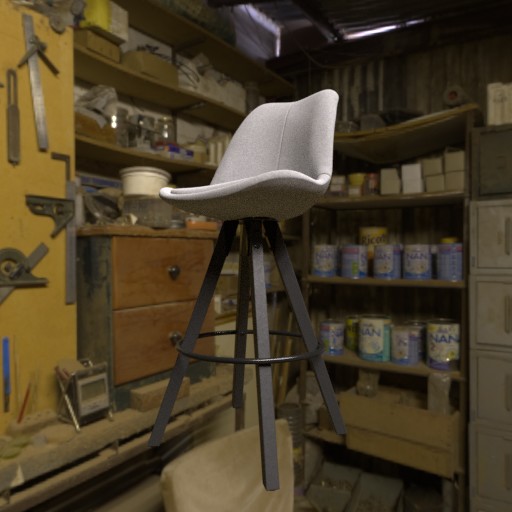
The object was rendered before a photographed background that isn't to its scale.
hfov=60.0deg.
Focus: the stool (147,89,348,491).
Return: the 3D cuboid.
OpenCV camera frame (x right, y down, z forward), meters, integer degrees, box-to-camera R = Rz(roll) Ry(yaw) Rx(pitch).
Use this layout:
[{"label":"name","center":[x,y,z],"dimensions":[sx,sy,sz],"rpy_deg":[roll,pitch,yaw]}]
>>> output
[{"label":"stool","center":[0.000,0.000,1.369],"dimensions":[0.485,1.115,0.550],"rpy_deg":[0,0,35]}]
